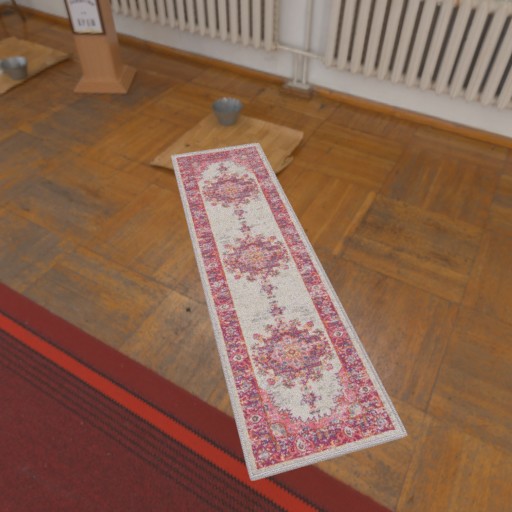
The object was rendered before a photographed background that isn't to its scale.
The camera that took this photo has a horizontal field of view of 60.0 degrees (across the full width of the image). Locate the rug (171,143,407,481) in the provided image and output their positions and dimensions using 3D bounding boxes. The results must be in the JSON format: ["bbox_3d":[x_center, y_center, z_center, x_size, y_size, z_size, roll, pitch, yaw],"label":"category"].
[{"bbox_3d":[0.000,0.000,2.514,0.666,0.011,2.294,-11,47,-11],"label":"rug"}]
